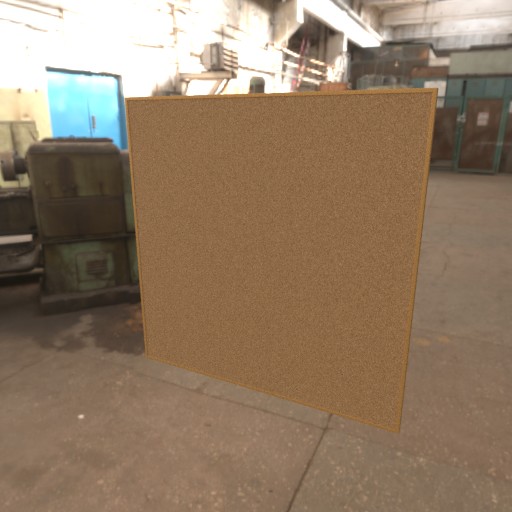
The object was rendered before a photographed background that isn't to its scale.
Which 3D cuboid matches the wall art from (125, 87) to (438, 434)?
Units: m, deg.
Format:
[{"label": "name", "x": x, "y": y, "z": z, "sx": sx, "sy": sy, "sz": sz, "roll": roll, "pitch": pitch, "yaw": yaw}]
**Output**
[{"label": "wall art", "x": 0.000, "y": 0.000, "z": 0.950, "sx": 0.657, "sy": 0.655, "sz": 0.014, "roll": 9, "pitch": 19, "yaw": 26}]
